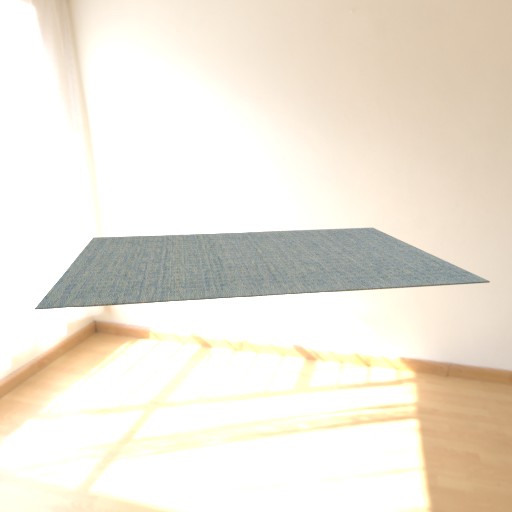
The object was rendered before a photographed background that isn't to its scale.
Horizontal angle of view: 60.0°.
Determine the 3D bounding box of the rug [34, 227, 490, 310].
[{"bbox_3d":[0.000,0.000,2.219,1.752,0.006,1.142,-3,15,-10],"label":"rug"}]
